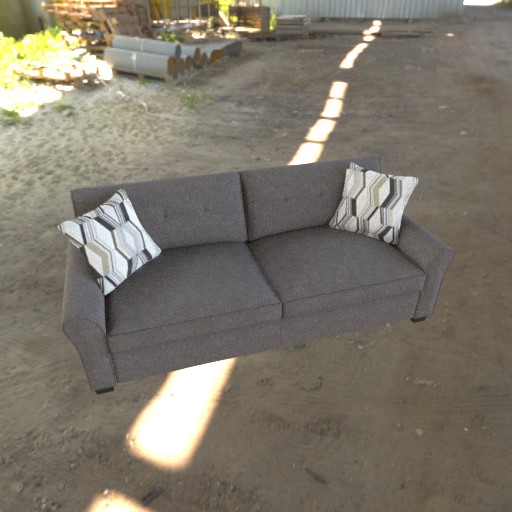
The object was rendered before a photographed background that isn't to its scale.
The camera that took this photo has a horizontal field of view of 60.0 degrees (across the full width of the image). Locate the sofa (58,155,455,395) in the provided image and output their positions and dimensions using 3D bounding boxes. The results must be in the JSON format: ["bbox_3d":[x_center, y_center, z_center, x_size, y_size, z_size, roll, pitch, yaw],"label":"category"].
[{"bbox_3d":[0.000,0.000,2.547,2.032,0.813,0.889,-9,33,-15],"label":"sofa"}]
